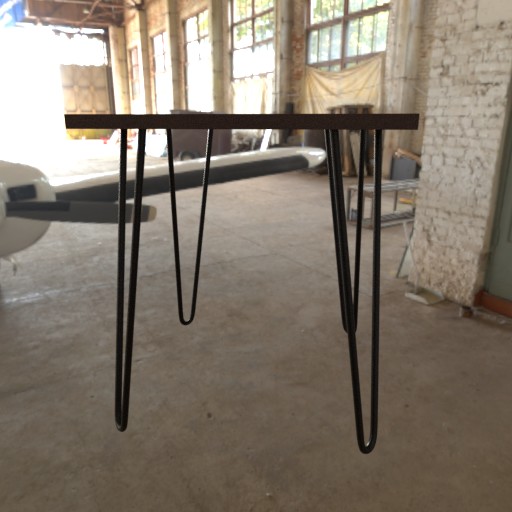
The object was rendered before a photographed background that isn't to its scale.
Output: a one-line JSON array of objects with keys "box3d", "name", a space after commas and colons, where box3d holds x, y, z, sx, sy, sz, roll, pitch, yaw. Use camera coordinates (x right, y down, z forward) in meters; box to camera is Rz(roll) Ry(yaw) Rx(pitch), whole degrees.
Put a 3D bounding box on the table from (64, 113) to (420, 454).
[{"box3d": [0.000, 0.000, 0.925, 0.495, 0.559, 0.495, 2, 17, 7], "name": "table"}]
